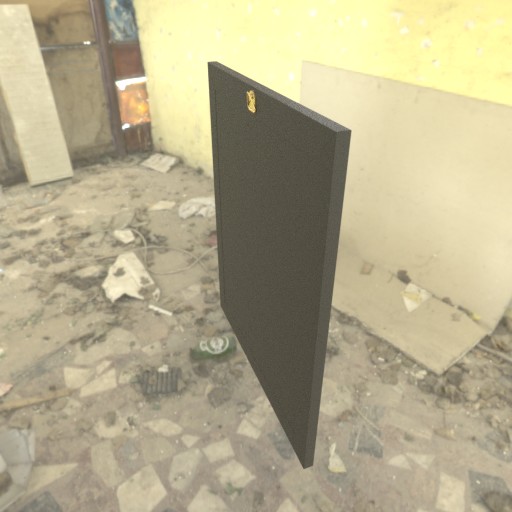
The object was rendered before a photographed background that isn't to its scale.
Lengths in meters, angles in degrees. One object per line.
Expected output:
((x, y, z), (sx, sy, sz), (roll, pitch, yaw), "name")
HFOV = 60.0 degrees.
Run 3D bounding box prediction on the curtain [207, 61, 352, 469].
((0.000, 0.000, 0.803), (0.027, 0.585, 0.483), (-12, 34, -18), "curtain")
